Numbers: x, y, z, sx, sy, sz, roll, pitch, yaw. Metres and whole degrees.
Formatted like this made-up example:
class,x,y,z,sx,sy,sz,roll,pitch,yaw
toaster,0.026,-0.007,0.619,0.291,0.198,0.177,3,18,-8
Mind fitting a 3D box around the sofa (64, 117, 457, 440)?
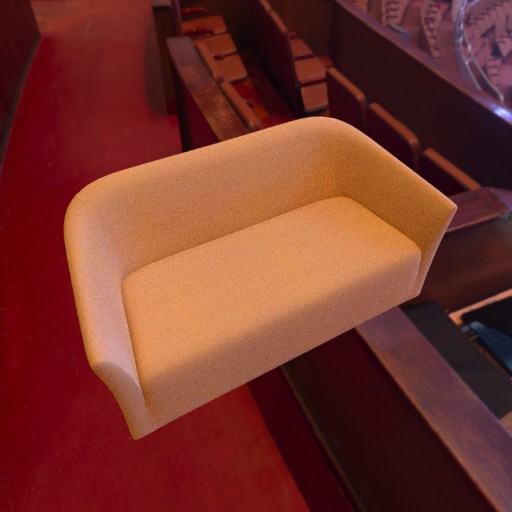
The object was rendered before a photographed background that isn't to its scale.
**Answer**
class,x,y,z,sx,sy,sz,roll,pitch,yaw
sofa,0.000,0.000,1.854,1.452,0.721,0.705,-22,49,-20
